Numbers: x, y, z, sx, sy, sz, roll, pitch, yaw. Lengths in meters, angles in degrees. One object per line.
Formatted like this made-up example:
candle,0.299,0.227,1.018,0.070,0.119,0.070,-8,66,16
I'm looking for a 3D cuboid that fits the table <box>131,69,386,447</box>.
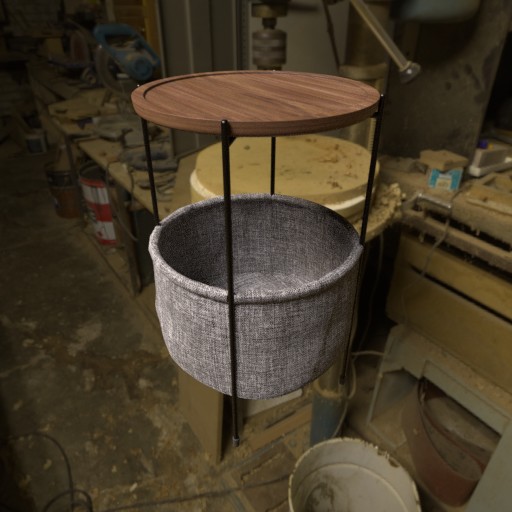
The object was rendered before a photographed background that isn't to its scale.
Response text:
table,0.000,0.000,0.868,0.400,0.623,0.400,-19,36,-29
